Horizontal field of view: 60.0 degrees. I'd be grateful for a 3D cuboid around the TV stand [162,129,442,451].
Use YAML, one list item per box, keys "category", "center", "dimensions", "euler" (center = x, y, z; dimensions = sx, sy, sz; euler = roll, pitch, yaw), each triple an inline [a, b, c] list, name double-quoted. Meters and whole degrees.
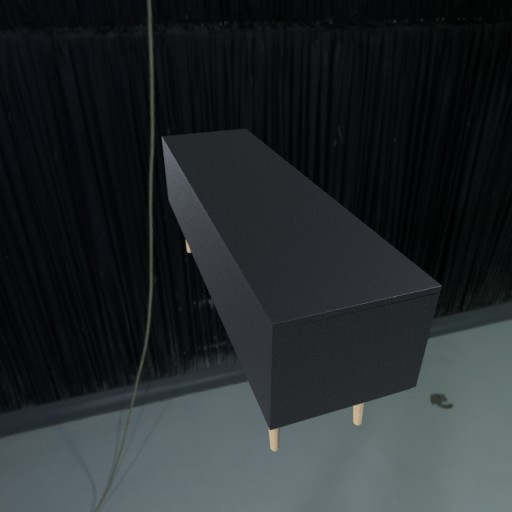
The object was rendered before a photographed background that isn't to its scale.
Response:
- category: "TV stand"
  center: [0.000, 0.000, 1.524]
  dimensions: [0.390, 0.518, 1.312]
  euler: [-10, 32, -16]
